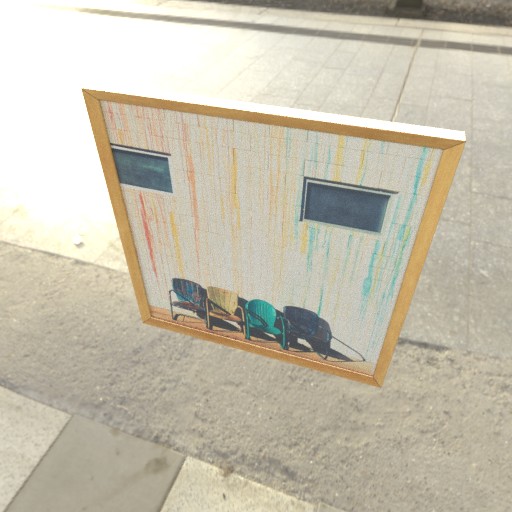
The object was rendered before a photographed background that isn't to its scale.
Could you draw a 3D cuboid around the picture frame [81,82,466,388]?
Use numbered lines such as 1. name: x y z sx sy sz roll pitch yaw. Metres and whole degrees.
1. picture frame: 0.000 0.000 1.102 0.758 0.761 0.037 12 43 13
